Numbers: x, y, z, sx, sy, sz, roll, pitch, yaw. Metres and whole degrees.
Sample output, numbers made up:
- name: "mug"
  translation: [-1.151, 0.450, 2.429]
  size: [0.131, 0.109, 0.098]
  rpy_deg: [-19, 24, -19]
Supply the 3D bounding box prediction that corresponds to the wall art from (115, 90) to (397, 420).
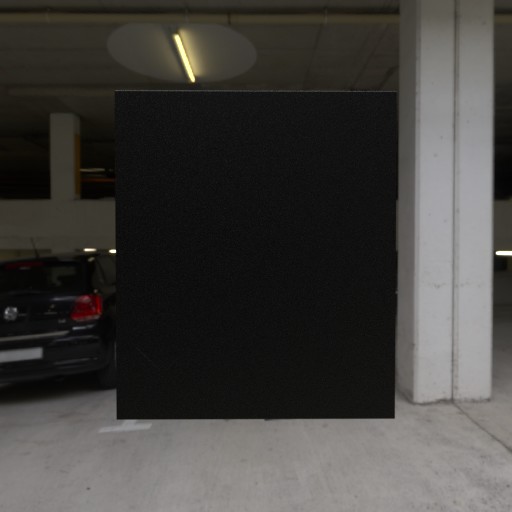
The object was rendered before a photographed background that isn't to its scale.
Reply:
- name: "wall art"
  translation: [0.000, 0.000, 0.528]
  size: [0.325, 0.380, 0.028]
  rpy_deg: [0, 1, -1]
